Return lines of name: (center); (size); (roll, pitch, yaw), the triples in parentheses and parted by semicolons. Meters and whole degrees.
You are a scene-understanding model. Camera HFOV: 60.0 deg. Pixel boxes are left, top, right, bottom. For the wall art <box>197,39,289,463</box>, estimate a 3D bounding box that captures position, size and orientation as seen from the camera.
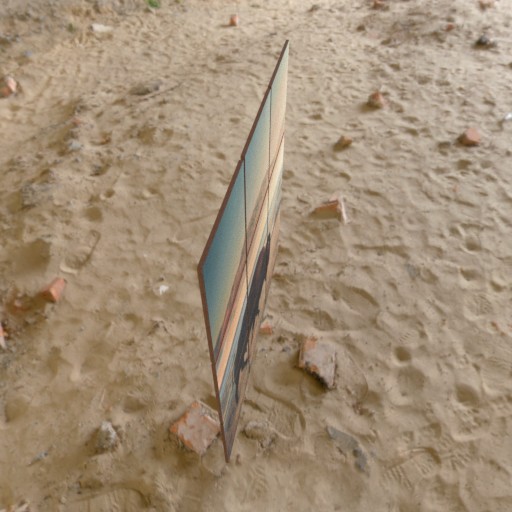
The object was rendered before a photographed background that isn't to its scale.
wall art: (0.000, 0.000, 1.786); (0.019, 1.218, 1.221); (9, 48, 8)
